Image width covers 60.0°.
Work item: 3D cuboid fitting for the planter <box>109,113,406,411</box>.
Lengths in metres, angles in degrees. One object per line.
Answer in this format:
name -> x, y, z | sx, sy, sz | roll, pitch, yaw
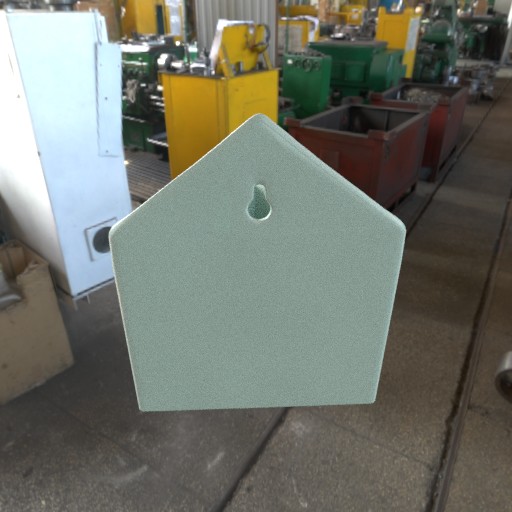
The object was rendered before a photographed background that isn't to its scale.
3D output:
planter -> 0.000, 0.000, 0.291 | 0.164, 0.197, 0.079 | -1, 30, -2
